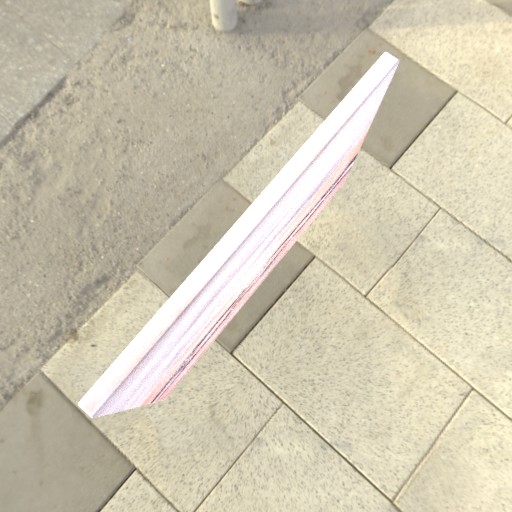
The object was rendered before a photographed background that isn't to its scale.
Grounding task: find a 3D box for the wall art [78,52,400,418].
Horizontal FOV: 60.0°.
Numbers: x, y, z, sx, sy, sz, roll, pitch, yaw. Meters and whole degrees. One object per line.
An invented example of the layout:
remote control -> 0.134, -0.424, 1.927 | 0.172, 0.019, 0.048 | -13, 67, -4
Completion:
wall art -> 0.000, 0.000, 1.131 | 0.038, 0.609, 0.913 | 38, 78, 10
